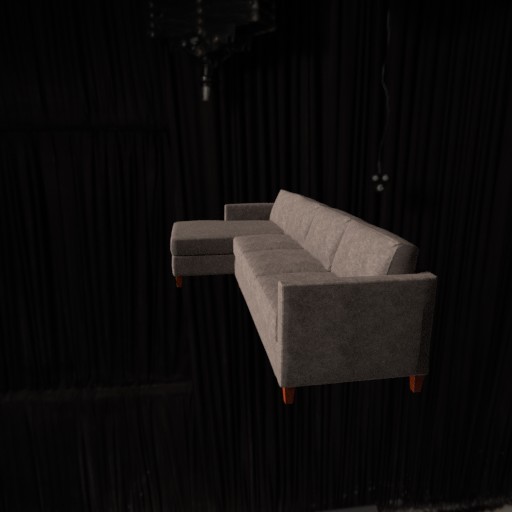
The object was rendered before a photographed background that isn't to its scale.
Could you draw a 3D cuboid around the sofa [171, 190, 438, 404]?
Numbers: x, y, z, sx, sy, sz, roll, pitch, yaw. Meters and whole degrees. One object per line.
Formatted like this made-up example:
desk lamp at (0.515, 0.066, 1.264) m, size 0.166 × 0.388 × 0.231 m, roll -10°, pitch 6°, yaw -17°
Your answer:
sofa at (0.000, 0.000, 4.111) m, size 1.606 × 0.954 × 3.471 m, roll -2°, pitch 14°, yaw -9°
